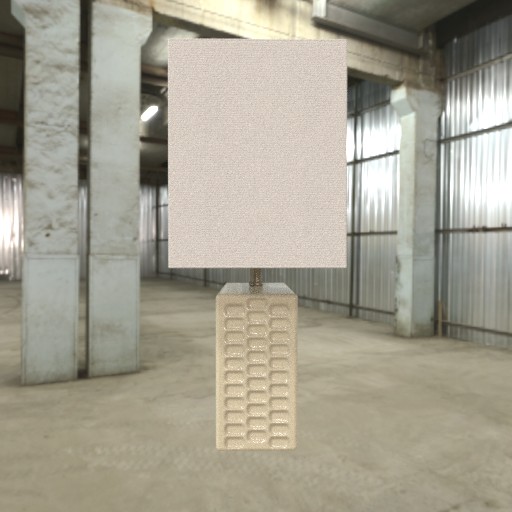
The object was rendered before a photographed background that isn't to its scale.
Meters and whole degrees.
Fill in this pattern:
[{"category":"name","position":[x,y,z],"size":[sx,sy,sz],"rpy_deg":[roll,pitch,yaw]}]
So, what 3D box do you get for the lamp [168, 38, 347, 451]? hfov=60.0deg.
[{"category":"lamp","position":[0.000,0.000,0.686],"size":[0.200,0.515,0.380],"rpy_deg":[0,1,-1]}]
